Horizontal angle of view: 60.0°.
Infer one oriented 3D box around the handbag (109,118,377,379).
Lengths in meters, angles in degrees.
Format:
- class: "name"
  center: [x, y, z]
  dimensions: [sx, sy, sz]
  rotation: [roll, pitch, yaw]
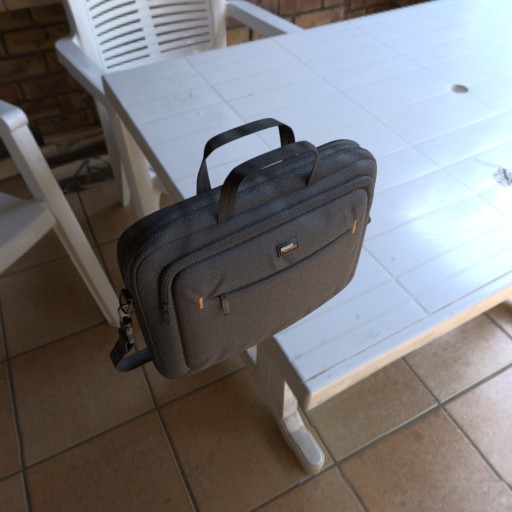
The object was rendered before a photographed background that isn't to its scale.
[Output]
- class: "handbag"
  center: [0.000, 0.000, 0.434]
  dimensions: [0.320, 0.244, 0.089]
  rotation: [-26, 52, -22]
